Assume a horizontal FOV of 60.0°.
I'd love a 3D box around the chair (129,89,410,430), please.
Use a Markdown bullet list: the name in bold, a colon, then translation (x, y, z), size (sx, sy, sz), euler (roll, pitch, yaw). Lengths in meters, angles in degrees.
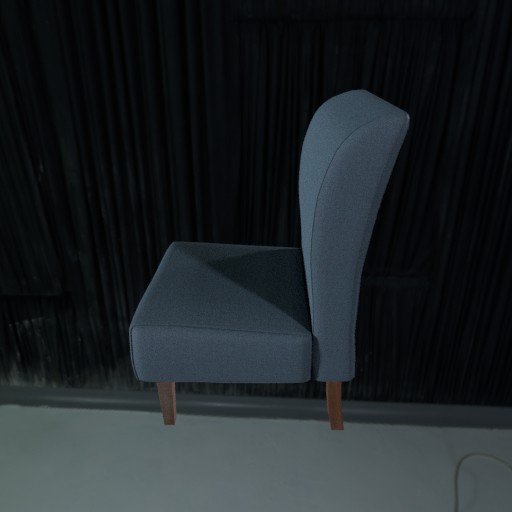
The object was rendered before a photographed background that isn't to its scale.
- **chair**: translation (0.000, 0.000, 1.188), size (0.592, 0.804, 0.513), euler (0, 26, 1)
